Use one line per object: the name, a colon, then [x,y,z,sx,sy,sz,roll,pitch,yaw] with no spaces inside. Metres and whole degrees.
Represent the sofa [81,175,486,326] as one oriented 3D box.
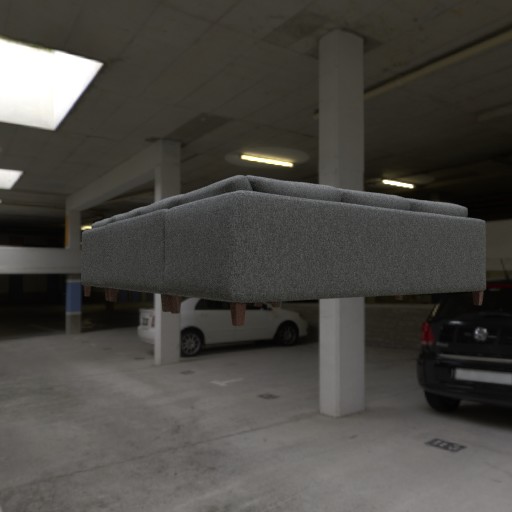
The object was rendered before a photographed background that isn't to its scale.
sofa: [0.000,0.000,4.318,2.551,0.853,3.238,1,-2,-35]
